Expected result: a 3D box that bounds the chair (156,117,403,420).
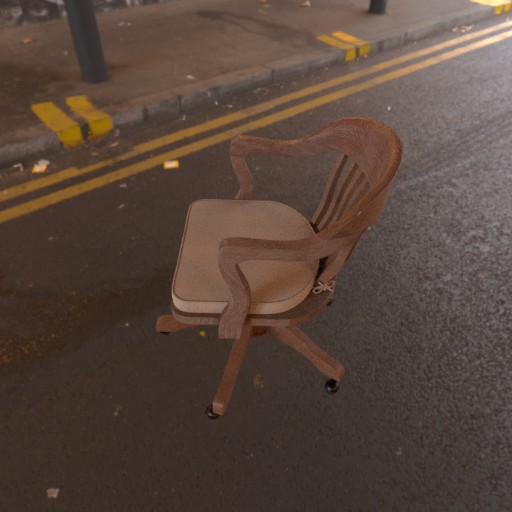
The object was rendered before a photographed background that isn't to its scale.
[{"bbox_3d":[0.000,0.000,1.505,0.788,0.878,0.750,0,41,0],"label":"chair"}]
